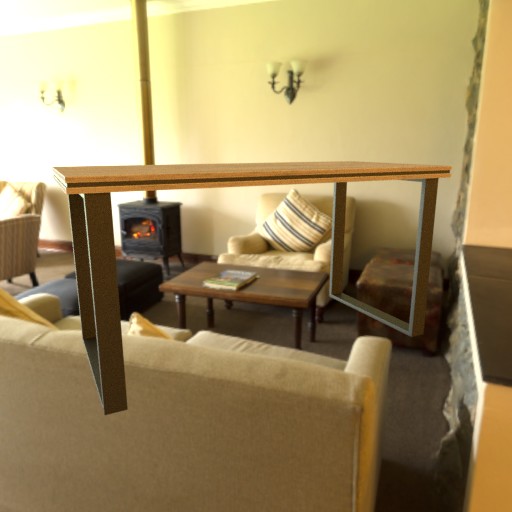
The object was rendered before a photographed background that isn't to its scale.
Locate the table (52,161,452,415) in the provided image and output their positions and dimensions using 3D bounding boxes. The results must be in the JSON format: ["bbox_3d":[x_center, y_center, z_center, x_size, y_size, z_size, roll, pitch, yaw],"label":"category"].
[{"bbox_3d":[0.000,0.000,2.264,1.778,0.899,0.795,-7,16,-26],"label":"table"}]
